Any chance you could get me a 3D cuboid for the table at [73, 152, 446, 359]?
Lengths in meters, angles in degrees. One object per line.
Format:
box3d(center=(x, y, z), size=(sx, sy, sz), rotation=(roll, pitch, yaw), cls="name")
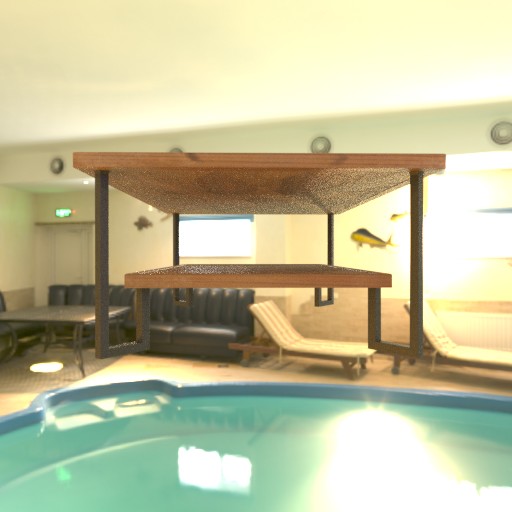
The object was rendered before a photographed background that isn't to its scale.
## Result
box3d(center=(0.000, 0.000, 1.655), size=(0.877, 0.492, 1.238), rotation=(0, 0, -1), cls="table")
